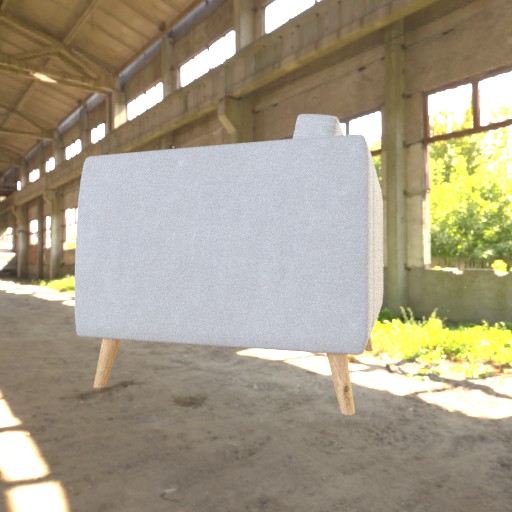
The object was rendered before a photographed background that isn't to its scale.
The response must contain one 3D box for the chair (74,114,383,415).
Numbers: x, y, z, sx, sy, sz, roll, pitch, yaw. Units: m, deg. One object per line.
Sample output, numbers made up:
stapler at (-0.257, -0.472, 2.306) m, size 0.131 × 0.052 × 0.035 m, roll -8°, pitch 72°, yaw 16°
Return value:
chair at (0.000, 0.000, 1.739) m, size 0.930 × 0.860 × 1.000 m, roll 0°, pitch 0°, yaw 18°
